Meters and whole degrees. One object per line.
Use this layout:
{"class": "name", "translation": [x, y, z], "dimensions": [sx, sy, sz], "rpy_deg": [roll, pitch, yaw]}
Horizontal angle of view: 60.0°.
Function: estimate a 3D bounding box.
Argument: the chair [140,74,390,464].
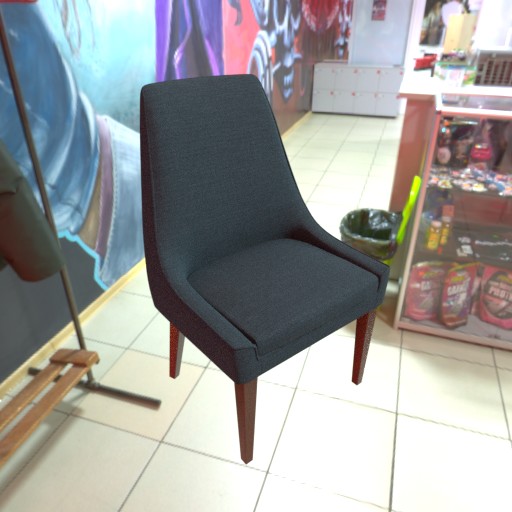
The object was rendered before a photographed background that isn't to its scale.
{"class": "chair", "translation": [0.000, 0.000, 1.207], "dimensions": [0.529, 0.861, 0.544], "rpy_deg": [-21, 36, -33]}
